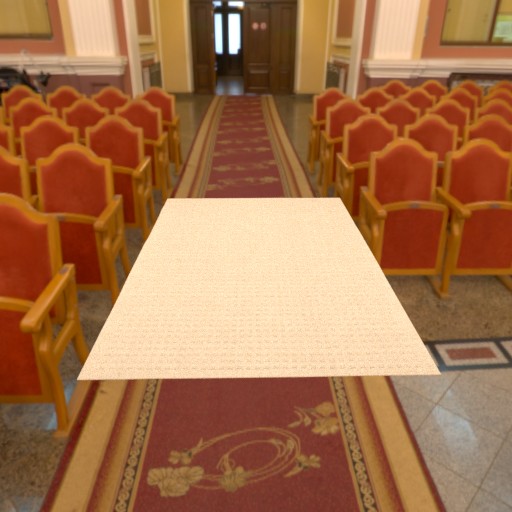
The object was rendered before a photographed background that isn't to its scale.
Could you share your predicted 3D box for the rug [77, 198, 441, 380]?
[{"bbox_3d":[0.000,0.000,2.874,1.523,0.006,2.289,0,26,-1],"label":"rug"}]
